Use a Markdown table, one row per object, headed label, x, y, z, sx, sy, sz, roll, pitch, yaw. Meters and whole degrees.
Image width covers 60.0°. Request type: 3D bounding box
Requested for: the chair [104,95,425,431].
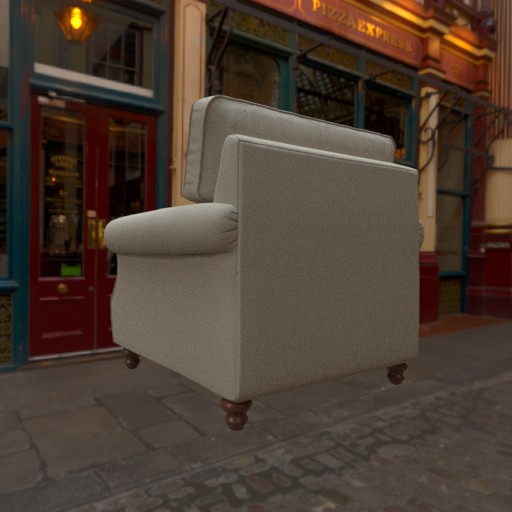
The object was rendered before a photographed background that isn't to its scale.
| label | x | y | z | sx | sy | sz | roll | pitch | yaw |
| --- | --- | --- | --- | --- | --- | --- | --- | --- | --- |
| chair | 0.000 | 0.000 | 1.783 | 1.029 | 0.967 | 0.966 | 0 | 1 | -36 |
